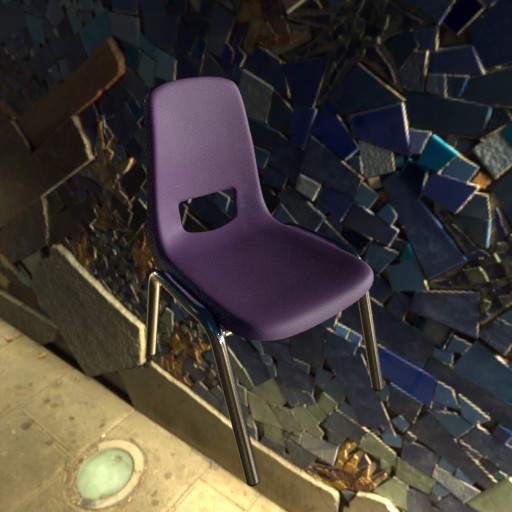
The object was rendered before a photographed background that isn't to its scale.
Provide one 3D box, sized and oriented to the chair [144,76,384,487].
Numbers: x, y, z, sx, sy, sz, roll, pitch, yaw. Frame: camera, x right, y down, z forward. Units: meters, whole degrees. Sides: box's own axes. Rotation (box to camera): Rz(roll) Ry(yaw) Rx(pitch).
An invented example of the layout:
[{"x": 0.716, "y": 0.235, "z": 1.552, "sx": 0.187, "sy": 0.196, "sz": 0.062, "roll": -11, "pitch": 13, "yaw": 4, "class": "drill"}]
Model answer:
[{"x": 0.000, "y": 0.000, "z": 0.826, "sx": 0.356, "sy": 0.584, "sz": 0.419, "roll": -22, "pitch": 36, "yaw": -33, "class": "chair"}]
